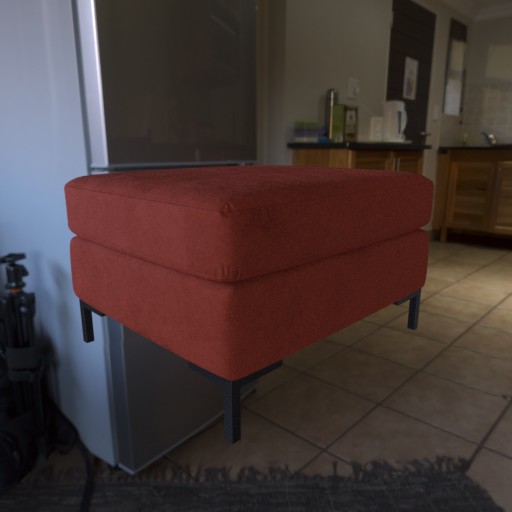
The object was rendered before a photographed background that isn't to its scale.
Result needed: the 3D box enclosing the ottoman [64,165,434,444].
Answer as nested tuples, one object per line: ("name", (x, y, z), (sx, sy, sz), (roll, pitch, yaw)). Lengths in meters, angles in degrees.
("ottoman", (0.000, 0.000, 1.205), (0.650, 0.462, 0.782), (14, 20, 43))
